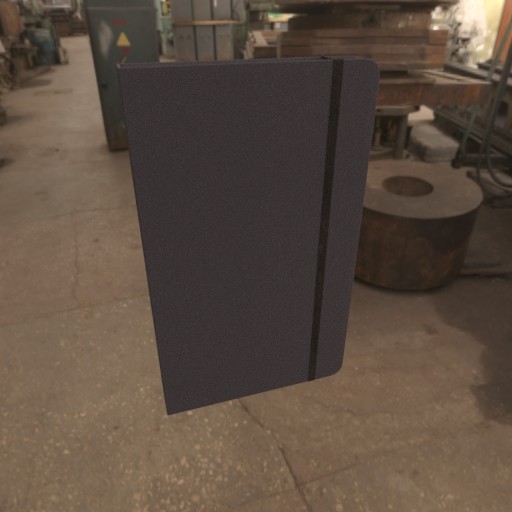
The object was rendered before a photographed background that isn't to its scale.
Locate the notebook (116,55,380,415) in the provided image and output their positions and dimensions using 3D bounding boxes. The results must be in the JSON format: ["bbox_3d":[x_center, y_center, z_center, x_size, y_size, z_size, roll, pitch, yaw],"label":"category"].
[{"bbox_3d":[0.000,0.000,0.262,0.127,0.213,0.016,-9,31,-15],"label":"notebook"}]
